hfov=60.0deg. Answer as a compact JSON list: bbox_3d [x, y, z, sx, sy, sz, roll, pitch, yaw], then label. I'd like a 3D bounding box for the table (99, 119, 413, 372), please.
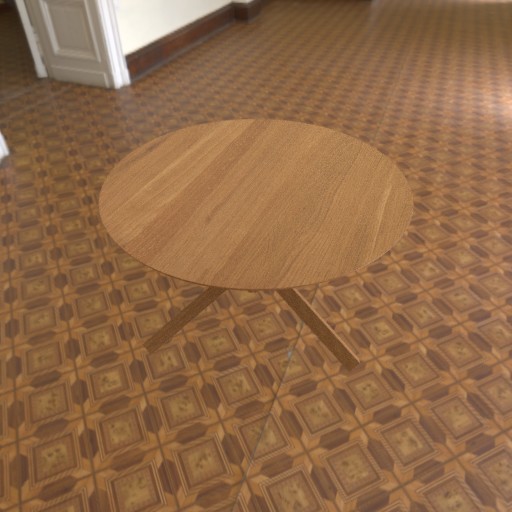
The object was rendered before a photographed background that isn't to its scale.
[{"bbox_3d":[0.000,0.000,1.729,1.038,0.666,1.038,0,40,0],"label":"table"}]
